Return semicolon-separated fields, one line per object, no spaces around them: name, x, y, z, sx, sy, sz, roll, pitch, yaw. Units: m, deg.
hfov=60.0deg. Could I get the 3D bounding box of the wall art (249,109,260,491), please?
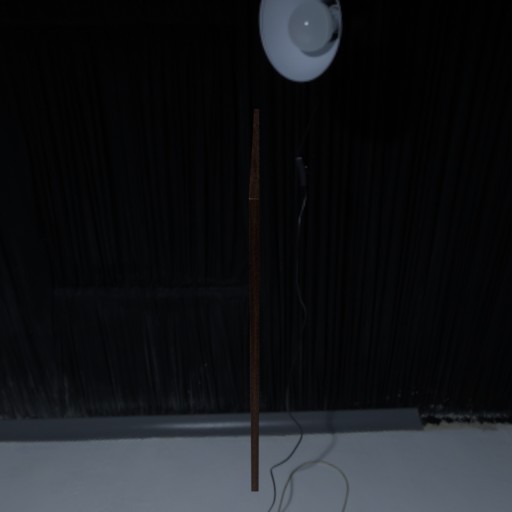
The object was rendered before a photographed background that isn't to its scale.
wall art;0.000;0.000;1.052;0.014;0.559;0.816;0;26;0
